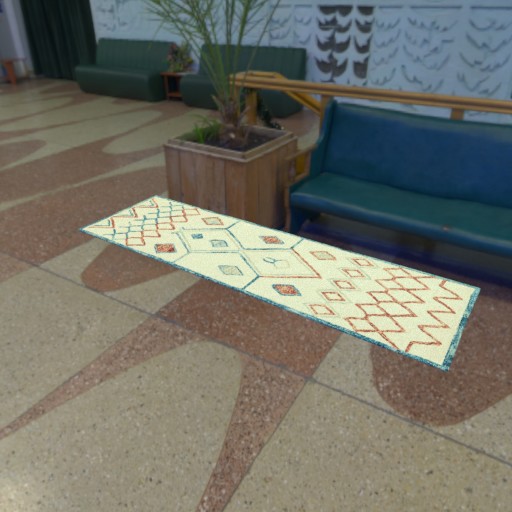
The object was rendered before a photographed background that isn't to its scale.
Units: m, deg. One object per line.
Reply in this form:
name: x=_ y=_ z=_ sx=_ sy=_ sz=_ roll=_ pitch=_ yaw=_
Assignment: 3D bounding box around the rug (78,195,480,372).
rug: x=0.000 y=0.000 z=2.723 sx=2.435 sy=0.011 sz=0.750 roll=18 pitch=34 yaw=29
